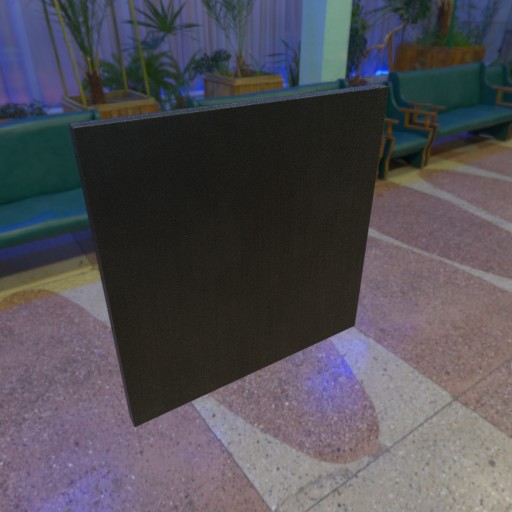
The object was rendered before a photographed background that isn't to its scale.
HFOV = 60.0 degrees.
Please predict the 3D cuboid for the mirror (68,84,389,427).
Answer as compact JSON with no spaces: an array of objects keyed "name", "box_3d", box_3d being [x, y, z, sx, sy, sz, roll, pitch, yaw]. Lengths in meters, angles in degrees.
[{"name":"mirror","box_3d":[0.000,0.000,0.568,0.382,0.381,0.020,-18,35,-28]}]
